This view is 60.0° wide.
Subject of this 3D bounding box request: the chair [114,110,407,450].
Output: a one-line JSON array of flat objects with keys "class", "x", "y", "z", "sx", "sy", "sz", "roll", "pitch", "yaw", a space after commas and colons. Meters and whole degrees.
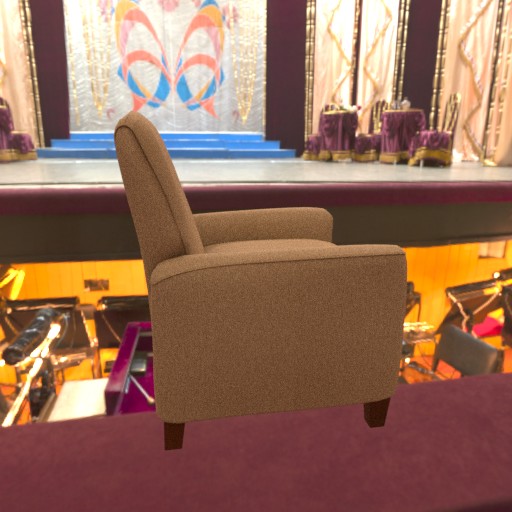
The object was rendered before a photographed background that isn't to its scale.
[{"class": "chair", "x": 0.000, "y": 0.000, "z": 1.640, "sx": 0.864, "sy": 1.014, "sz": 0.848, "roll": -3, "pitch": 15, "yaw": -9}]
